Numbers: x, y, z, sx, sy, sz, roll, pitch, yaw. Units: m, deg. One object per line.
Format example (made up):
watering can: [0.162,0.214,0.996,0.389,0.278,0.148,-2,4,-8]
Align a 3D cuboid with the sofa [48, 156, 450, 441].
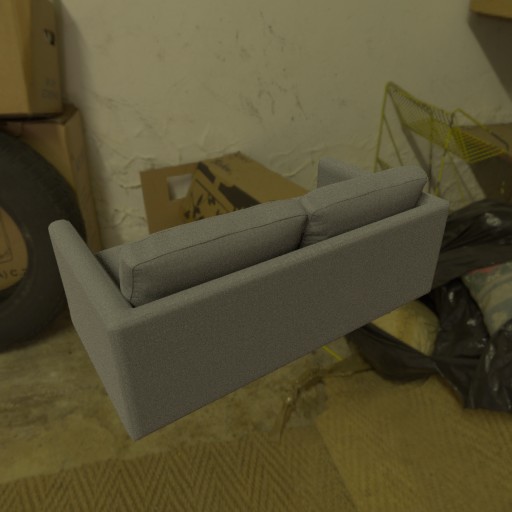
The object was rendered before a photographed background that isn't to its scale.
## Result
sofa: [0.000,0.000,2.218,1.713,0.866,0.940,-19,35,-29]
